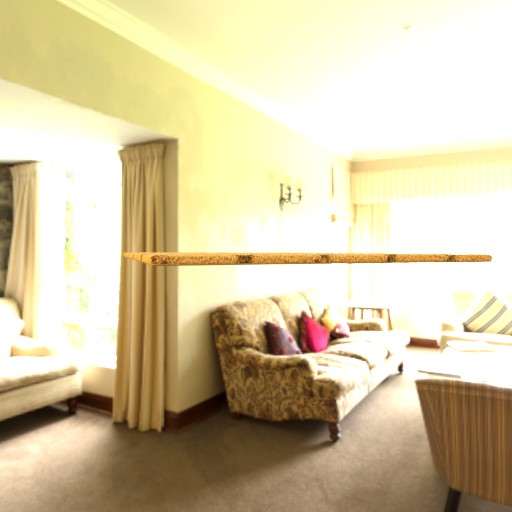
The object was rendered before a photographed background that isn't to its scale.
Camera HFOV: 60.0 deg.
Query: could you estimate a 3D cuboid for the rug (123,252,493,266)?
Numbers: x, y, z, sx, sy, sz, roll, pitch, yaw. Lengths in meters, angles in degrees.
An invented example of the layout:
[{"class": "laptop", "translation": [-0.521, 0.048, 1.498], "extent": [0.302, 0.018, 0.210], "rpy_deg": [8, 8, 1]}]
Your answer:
[{"class": "rug", "translation": [0.000, 0.000, 2.248], "extent": [1.219, 0.030, 1.778], "rpy_deg": [0, 1, -19]}]
